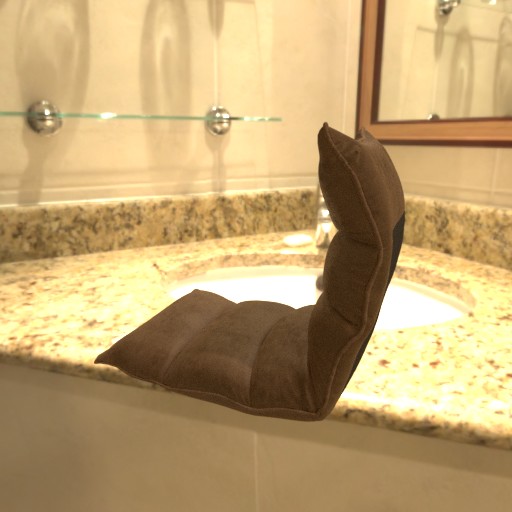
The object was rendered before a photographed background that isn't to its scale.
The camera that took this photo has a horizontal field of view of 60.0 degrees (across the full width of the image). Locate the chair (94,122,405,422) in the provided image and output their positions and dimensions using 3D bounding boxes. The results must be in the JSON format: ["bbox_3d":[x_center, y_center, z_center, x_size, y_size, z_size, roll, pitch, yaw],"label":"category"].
[{"bbox_3d":[0.000,0.000,1.574,0.985,0.892,0.714,7,17,23],"label":"chair"}]
